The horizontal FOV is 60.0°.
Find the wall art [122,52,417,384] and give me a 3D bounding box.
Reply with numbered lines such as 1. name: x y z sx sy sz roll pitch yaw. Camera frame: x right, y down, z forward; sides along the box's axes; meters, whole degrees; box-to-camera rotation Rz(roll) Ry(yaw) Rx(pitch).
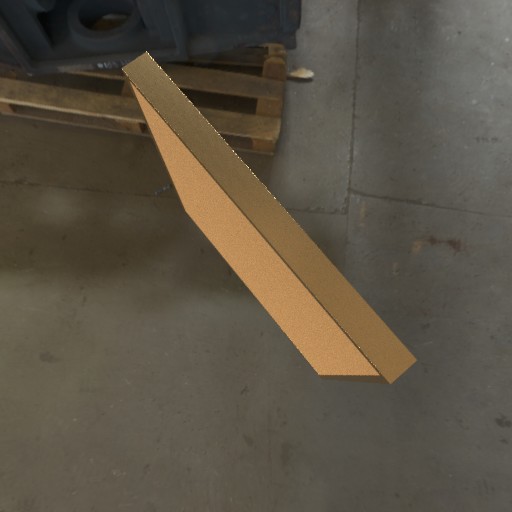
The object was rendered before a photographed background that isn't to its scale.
1. wall art: 0.000 0.000 0.775 0.040 0.509 0.509 -38 78 -9
